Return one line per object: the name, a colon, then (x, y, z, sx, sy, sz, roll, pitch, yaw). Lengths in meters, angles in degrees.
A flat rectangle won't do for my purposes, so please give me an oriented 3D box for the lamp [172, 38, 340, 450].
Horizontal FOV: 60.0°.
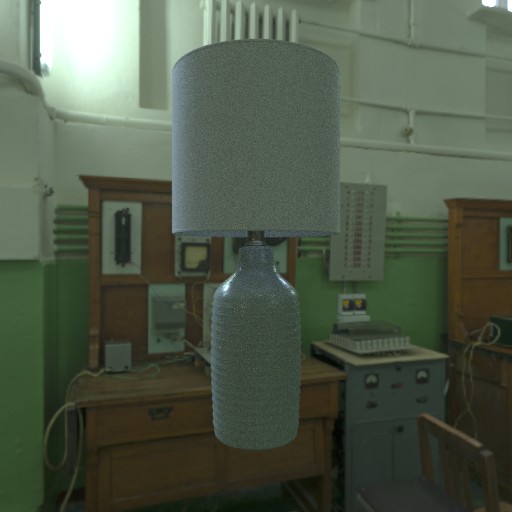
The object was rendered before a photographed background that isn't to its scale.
lamp: (0.000, 0.000, 0.594, 0.220, 0.475, 0.220, 0, 1, -19)
